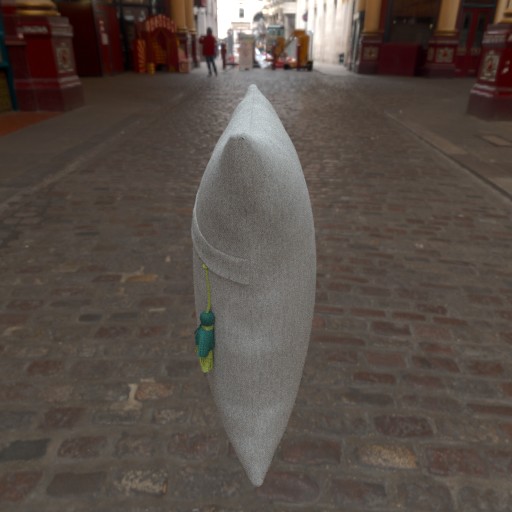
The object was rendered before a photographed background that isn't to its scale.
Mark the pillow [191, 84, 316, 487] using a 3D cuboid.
[{"bbox_3d":[0.000,0.000,0.652,0.173,0.436,0.433,1,26,1],"label":"pillow"}]
